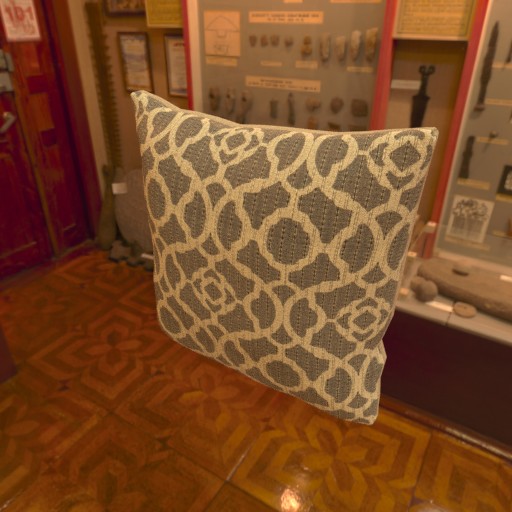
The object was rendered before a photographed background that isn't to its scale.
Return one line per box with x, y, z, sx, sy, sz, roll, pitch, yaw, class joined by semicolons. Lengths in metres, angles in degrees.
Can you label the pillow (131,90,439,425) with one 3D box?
0.000;0.000;0.760;0.508;0.498;0.215;18;34;28;pillow
